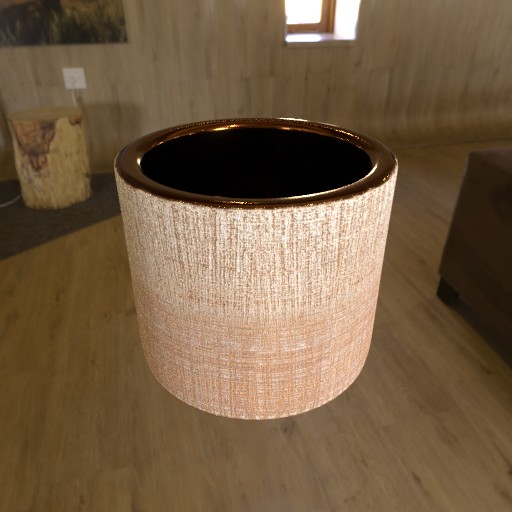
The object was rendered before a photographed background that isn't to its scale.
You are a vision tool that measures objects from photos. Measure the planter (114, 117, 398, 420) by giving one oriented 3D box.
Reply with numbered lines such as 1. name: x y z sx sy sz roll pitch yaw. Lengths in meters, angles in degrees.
1. planter: 0.000 0.000 0.321 0.177 0.157 0.177 0 31 0
